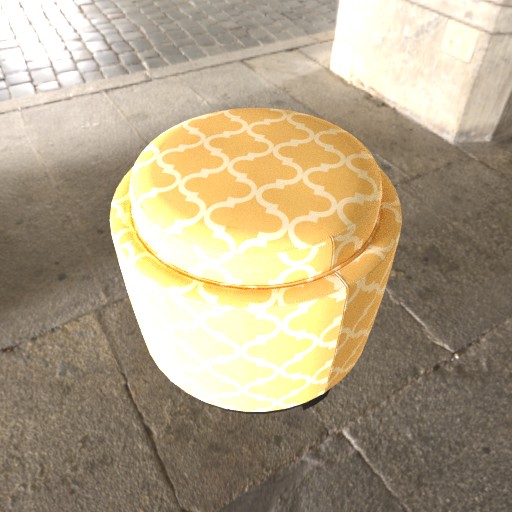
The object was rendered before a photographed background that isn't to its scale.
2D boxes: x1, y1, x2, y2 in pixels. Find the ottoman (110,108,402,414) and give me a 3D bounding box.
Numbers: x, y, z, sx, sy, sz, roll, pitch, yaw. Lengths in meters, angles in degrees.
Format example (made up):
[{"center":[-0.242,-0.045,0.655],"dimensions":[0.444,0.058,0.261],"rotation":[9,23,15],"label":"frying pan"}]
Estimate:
[{"center":[0.000,0.000,0.835],"dimensions":[0.480,0.429,0.480],"rotation":[0,46,0],"label":"ottoman"}]
